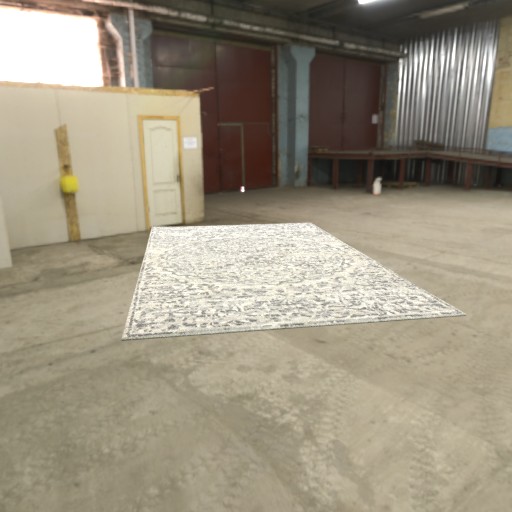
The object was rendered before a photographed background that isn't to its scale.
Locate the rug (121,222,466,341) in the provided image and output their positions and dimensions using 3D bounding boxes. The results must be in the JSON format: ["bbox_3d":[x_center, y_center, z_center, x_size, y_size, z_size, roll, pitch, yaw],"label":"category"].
[{"bbox_3d":[0.000,0.000,3.066,1.527,0.021,2.447,-2,15,-10],"label":"rug"}]
